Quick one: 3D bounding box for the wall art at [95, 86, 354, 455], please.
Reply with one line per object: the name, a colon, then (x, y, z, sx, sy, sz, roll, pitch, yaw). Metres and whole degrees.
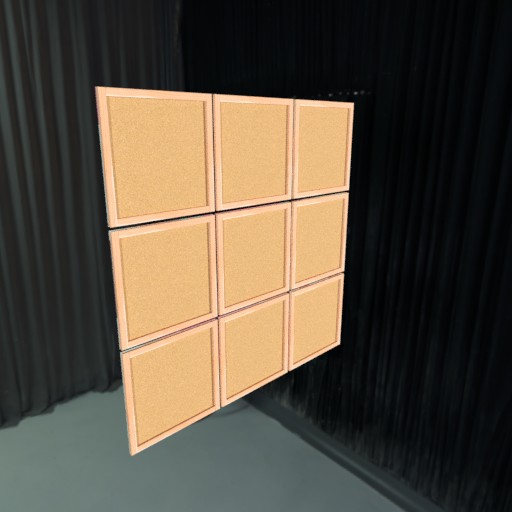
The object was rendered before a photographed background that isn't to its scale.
wall art: (0.000, 0.000, 1.344, 0.911, 0.910, 0.012, -15, 22, -41)
